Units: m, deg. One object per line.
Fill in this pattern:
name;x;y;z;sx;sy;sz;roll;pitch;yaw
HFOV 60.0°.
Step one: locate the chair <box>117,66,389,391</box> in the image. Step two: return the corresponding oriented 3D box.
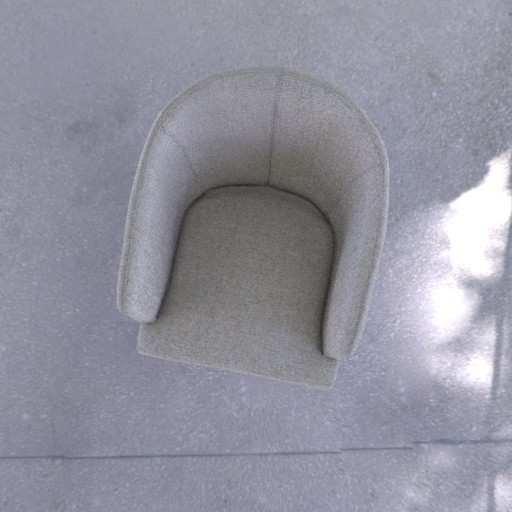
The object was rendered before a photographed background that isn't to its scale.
chair;0.000;0.000;1.258;0.583;0.811;0.655;10;76;3
